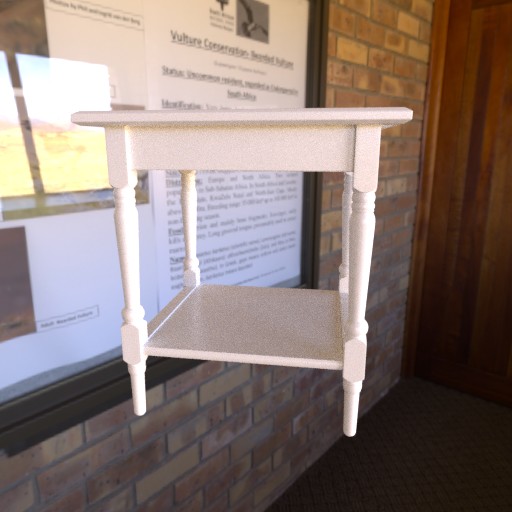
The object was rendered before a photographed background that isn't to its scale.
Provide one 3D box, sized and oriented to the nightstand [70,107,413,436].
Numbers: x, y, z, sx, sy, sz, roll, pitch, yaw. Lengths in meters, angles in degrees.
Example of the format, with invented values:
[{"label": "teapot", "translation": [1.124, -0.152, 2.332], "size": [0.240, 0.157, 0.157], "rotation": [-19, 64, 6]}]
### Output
[{"label": "nightstand", "translation": [0.000, 0.000, 0.928], "size": [0.505, 0.555, 0.459], "rotation": [2, 14, 9]}]
